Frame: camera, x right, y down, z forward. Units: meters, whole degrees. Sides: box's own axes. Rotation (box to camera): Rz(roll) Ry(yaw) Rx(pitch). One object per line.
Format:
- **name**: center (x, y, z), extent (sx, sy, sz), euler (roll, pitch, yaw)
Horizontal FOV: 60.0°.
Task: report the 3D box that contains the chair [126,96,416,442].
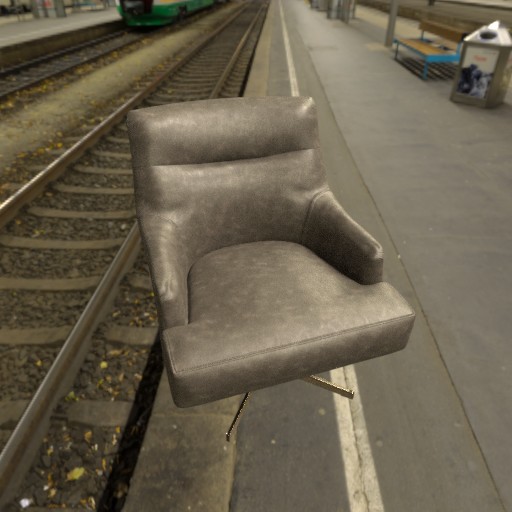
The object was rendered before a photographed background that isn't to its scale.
- **chair**: center (0.000, 0.000, 1.511), extent (0.738, 0.870, 0.874), euler (-10, 33, -16)
